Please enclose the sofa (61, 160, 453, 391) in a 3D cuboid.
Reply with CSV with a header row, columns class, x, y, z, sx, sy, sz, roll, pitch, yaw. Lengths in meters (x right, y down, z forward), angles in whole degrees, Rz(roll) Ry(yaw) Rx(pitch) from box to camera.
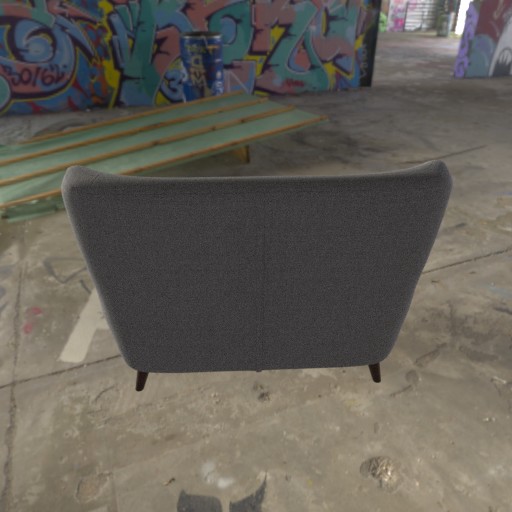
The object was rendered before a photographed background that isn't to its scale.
class,x,y,z,sx,sy,sz,roll,pitch,yaw
sofa,0.000,0.000,2.012,1.386,1.028,0.884,-1,30,-2
